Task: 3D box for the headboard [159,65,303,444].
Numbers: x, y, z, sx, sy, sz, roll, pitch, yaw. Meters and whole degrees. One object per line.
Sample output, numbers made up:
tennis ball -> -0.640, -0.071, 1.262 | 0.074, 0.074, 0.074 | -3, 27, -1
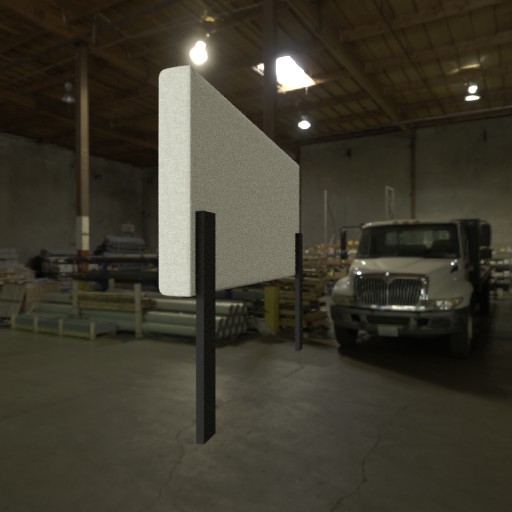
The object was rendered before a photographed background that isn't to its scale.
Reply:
headboard -> 0.000, 0.000, 2.753 | 0.184, 1.524, 2.051 | 0, 0, 18
